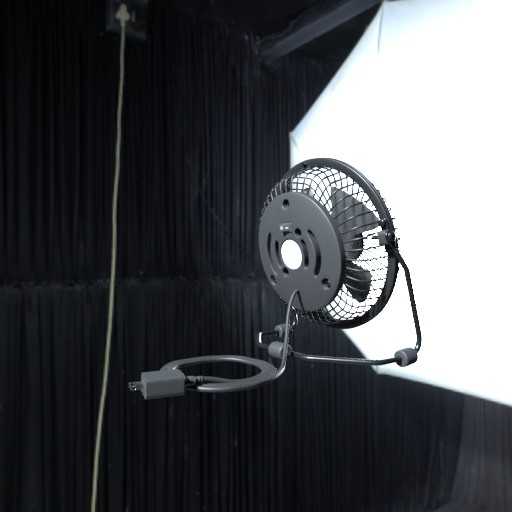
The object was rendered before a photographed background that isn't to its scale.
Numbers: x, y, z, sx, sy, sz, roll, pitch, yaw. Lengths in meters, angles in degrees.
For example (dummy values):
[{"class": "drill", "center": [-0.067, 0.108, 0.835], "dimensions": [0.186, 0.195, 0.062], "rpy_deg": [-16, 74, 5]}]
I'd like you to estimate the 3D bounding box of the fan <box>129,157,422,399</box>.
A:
[{"class": "fan", "center": [0.000, 0.000, 0.315], "dimensions": [0.202, 0.152, 0.153], "rpy_deg": [0, 0, -36]}]
